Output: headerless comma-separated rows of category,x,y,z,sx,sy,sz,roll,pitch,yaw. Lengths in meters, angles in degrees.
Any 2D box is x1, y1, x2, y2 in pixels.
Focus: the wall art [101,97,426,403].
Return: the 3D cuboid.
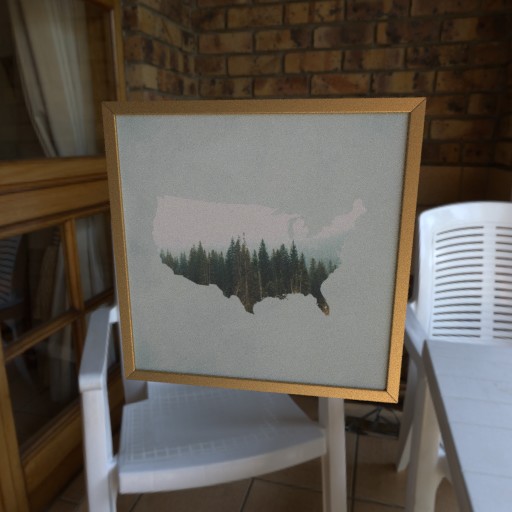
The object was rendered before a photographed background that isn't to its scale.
wall art,0.000,0.000,1.146,0.762,0.762,0.038,2,15,9
